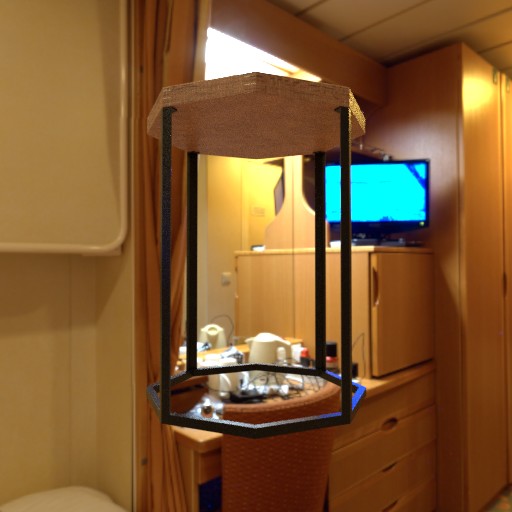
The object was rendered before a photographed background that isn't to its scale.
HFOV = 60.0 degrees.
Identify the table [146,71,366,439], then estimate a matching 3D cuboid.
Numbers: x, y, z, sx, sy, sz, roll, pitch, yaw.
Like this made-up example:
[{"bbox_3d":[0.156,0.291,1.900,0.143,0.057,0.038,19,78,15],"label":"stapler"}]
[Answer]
[{"bbox_3d":[0.000,0.000,0.884,0.437,0.553,0.437,0,-1,0],"label":"table"}]
